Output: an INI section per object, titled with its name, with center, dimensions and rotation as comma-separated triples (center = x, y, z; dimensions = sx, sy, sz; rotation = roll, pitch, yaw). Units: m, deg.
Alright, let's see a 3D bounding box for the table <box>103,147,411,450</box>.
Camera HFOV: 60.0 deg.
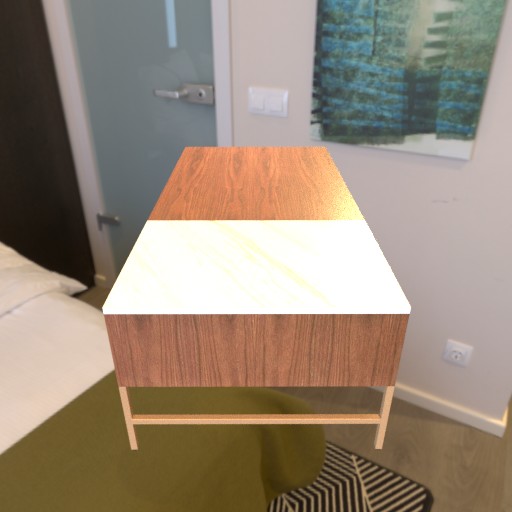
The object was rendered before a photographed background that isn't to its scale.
[table]
center = 0.000, 0.000, 1.947
dimensions = 0.789, 0.551, 1.553
rotation = 0, 29, 0
